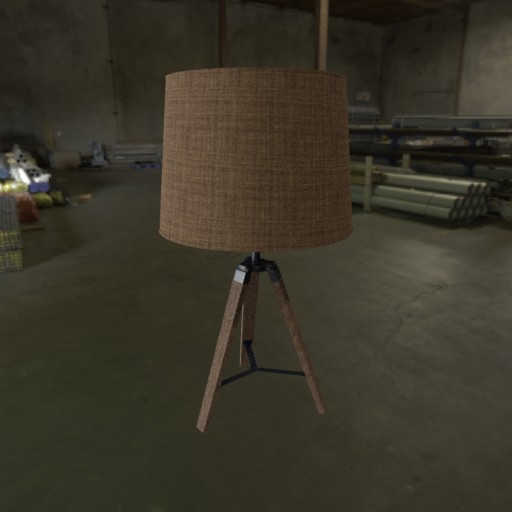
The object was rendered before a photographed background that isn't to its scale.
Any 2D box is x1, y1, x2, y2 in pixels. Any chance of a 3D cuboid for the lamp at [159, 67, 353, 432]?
[{"bbox_3d":[0.000,0.000,0.689,0.290,0.514,0.290,0,16,0],"label":"lamp"}]
